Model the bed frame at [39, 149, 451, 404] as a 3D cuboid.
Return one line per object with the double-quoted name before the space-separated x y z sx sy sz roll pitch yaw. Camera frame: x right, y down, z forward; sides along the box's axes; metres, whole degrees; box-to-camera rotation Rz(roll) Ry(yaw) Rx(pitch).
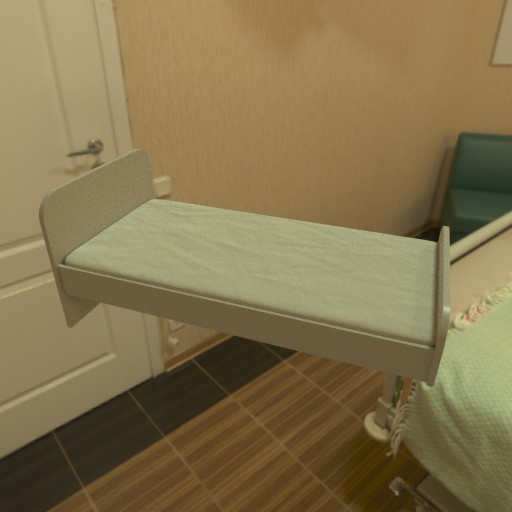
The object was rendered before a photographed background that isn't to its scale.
"bed frame" 0.000 0.000 2.483 1.963 0.805 0.998 10 32 17
